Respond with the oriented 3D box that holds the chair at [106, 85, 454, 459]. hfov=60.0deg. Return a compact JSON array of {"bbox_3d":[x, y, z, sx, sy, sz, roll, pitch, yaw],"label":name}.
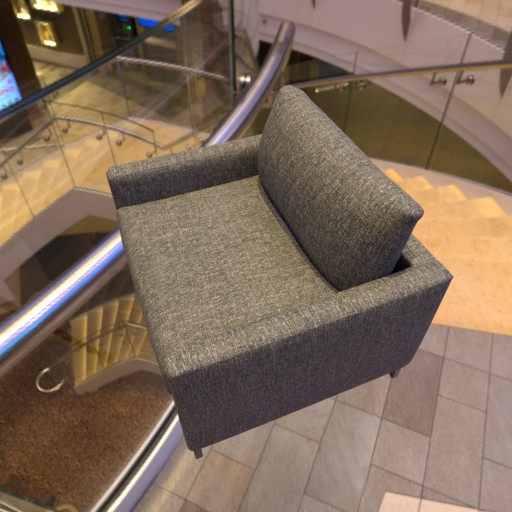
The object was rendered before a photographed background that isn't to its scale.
[{"bbox_3d":[0.000,0.000,1.593,0.866,0.861,0.963,-17,48,-15],"label":"chair"}]
